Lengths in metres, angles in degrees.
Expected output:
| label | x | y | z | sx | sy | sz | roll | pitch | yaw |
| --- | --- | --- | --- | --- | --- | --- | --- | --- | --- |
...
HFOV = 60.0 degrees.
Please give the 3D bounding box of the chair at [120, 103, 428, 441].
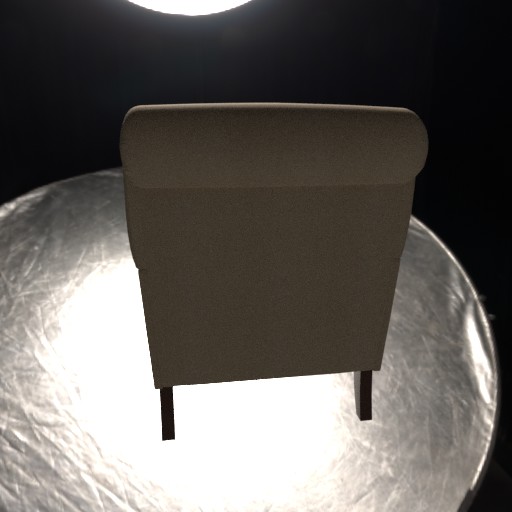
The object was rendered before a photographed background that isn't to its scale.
| label | x | y | z | sx | sy | sz | roll | pitch | yaw |
| --- | --- | --- | --- | --- | --- | --- | --- | --- | --- |
| chair | 0.000 | 0.000 | 1.507 | 0.766 | 0.944 | 0.842 | -2 | 15 | -9 |
